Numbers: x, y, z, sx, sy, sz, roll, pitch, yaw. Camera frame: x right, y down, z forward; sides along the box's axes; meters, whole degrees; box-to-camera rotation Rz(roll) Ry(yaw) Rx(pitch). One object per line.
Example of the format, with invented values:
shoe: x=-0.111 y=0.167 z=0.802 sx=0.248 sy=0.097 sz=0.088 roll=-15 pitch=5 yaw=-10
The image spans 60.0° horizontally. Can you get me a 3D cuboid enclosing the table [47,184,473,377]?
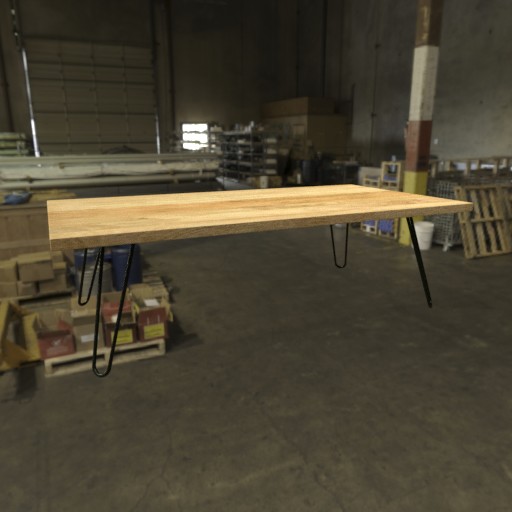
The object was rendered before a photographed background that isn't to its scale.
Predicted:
table: x=0.000 y=0.000 z=1.628 sx=1.348 sy=0.400 sz=0.699 roll=-7 pitch=16 yaw=-24
